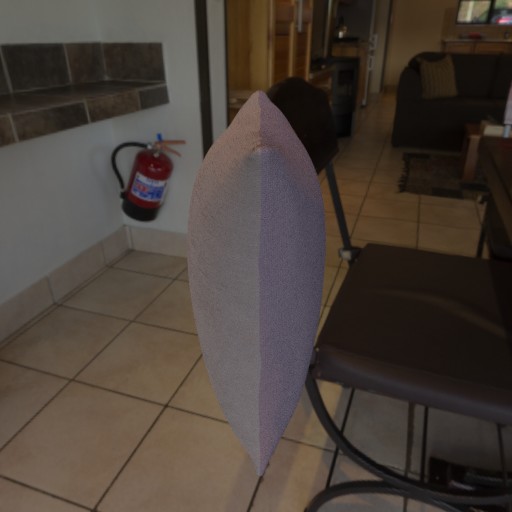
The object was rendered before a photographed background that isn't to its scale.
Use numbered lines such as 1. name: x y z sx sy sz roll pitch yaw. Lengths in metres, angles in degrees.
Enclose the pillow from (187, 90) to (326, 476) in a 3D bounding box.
1. pillow: 0.000 0.000 0.689 0.204 0.439 0.452 0 26 0
